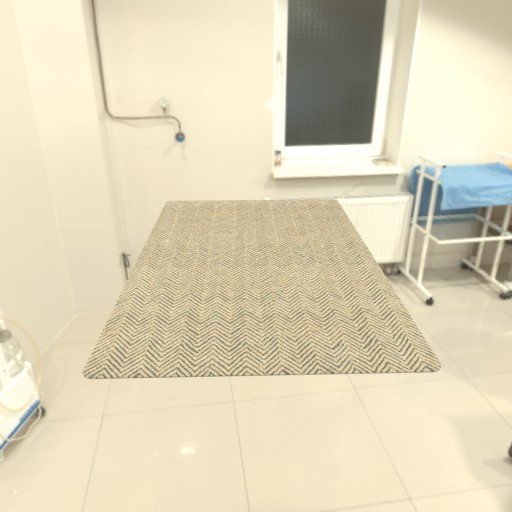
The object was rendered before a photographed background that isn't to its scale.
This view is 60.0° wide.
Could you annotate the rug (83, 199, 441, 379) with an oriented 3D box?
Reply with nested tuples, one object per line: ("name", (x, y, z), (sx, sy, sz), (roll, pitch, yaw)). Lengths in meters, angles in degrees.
("rug", (0.000, 0.000, 2.177), (1.144, 0.008, 1.752), (-1, 25, -2))
